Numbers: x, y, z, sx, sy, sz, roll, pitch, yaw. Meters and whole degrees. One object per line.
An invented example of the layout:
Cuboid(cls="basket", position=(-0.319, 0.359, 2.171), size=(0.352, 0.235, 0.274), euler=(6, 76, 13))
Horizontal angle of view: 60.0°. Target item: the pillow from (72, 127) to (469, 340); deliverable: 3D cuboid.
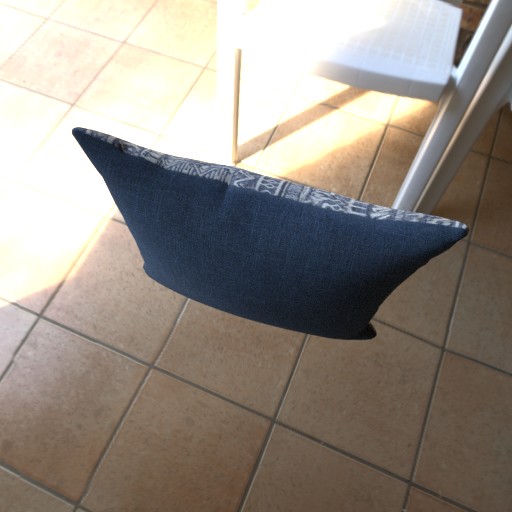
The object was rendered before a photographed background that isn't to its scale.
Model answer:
Cuboid(cls="pillow", position=(0.000, 0.000, 0.786), size=(0.546, 0.487, 0.180), euler=(15, 66, 7))
